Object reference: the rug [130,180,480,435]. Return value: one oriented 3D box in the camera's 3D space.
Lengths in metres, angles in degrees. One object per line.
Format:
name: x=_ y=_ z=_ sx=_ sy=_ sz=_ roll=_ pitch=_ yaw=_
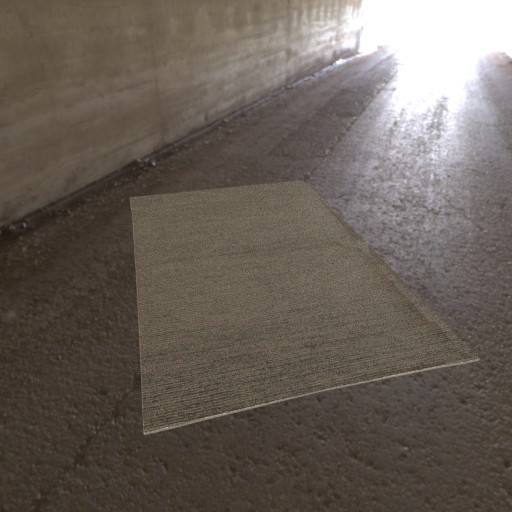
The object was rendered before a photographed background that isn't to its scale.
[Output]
rug: x=0.000 y=0.000 z=2.142 sx=1.149 sy=0.021 sz=1.773 roll=-8 pitch=32 yaw=-13
